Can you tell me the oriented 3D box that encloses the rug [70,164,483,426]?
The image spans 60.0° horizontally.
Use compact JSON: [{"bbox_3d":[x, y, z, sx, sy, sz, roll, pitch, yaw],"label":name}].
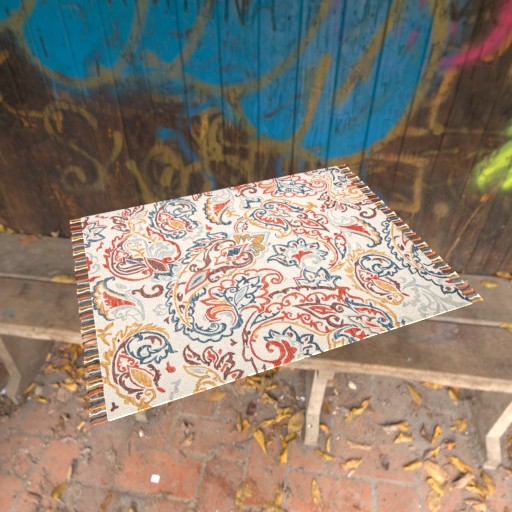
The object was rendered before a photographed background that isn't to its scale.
[{"bbox_3d":[0.000,0.000,4.243,3.274,0.015,2.439,-14,44,-15],"label":"rug"}]
